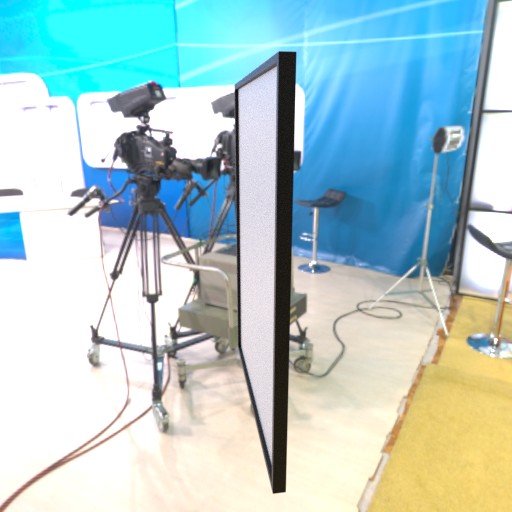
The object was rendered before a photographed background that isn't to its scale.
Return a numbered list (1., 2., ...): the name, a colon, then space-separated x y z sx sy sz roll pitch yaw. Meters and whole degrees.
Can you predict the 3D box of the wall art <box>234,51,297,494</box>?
1. wall art: 0.000 0.000 1.397 0.036 1.070 0.802 -3 17 -9
